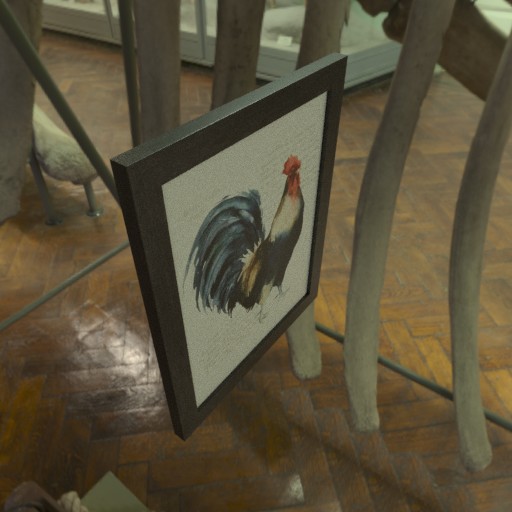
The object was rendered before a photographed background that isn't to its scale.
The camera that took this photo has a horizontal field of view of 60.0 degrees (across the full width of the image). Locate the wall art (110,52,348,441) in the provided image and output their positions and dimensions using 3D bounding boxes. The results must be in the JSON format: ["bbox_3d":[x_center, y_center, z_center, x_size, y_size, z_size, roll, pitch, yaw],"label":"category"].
[{"bbox_3d":[0.000,0.000,0.798,0.027,0.580,0.479,26,47,27],"label":"wall art"}]
